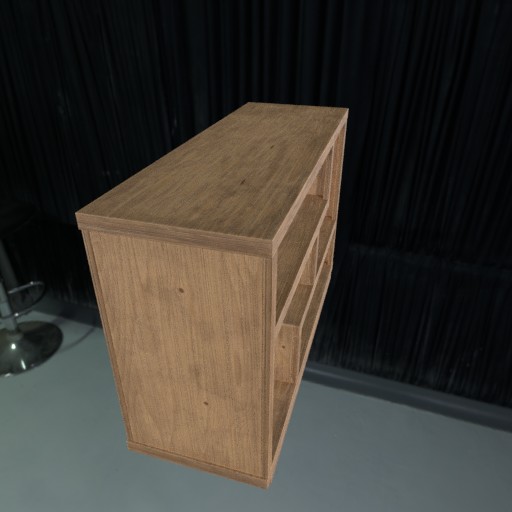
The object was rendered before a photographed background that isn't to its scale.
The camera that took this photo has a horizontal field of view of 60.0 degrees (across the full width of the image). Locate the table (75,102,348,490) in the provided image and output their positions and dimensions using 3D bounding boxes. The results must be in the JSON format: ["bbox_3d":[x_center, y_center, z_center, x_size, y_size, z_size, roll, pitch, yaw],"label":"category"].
[{"bbox_3d":[0.000,0.000,1.507,0.410,0.771,1.151,9,31,15],"label":"table"}]
